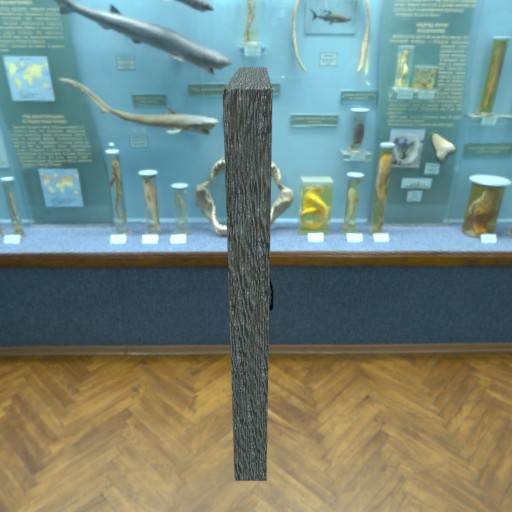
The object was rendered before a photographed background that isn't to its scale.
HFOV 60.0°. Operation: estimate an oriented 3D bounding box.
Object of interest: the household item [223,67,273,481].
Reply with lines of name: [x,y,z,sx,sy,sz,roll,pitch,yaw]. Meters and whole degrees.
household item: [0.000,0.000,0.238,0.020,0.180,0.133,0,26,0]
